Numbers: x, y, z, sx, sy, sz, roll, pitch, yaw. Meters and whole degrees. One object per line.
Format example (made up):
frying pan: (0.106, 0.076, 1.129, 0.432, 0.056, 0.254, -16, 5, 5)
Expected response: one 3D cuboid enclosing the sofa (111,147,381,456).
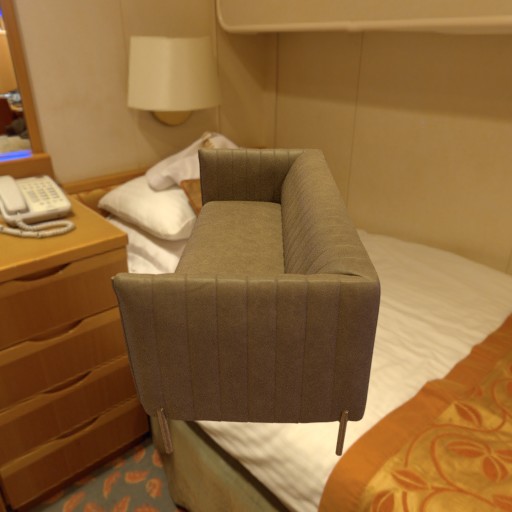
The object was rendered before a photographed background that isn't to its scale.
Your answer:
sofa: (0.000, 0.000, 2.414, 0.876, 0.779, 1.980, 1, 26, 2)
